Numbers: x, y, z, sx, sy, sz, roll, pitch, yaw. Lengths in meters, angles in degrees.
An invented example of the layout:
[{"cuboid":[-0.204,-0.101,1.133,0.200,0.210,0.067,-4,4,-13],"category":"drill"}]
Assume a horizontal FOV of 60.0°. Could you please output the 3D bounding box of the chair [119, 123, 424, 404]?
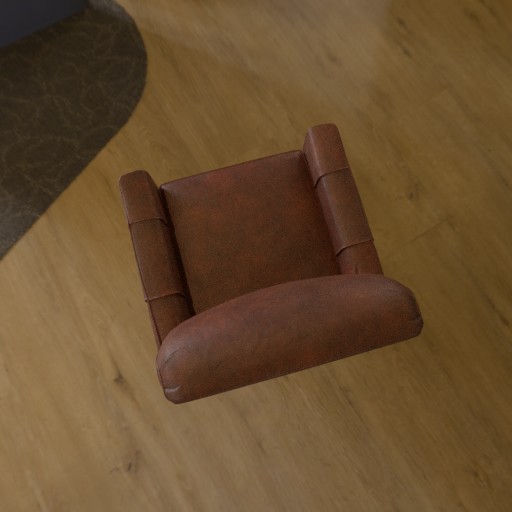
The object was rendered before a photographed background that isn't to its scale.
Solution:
[{"cuboid":[0.000,0.000,1.656,0.843,1.043,0.836,-15,77,-3],"category":"chair"}]
